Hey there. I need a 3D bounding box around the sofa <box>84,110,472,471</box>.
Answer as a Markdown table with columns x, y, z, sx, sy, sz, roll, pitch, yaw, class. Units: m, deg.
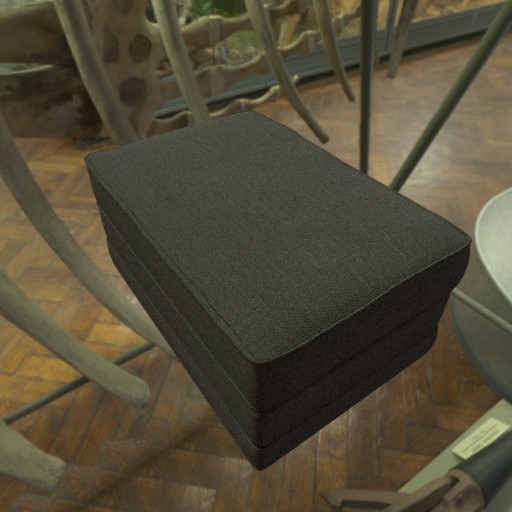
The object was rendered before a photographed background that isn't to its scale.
| x | y | z | sx | sy | sz | roll | pitch | yaw | class |
| --- | --- | --- | --- | --- | --- | --- | --- | --- | --- |
| 0.000 | 0.000 | 1.199 | 0.578 | 0.457 | 0.854 | -25 | 47 | -26 | sofa |
